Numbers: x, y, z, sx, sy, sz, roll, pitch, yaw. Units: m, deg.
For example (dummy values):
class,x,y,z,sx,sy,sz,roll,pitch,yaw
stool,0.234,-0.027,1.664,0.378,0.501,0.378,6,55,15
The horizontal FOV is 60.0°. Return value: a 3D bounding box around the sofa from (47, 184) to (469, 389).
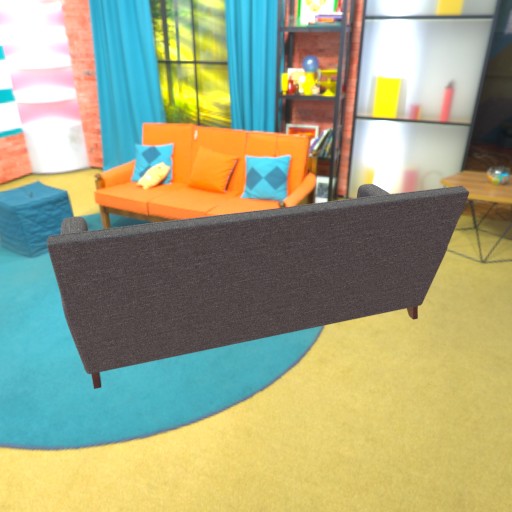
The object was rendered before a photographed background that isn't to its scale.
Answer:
class,x,y,z,sx,sy,sz,roll,pitch,yaw
sofa,0.000,0.000,2.438,1.976,0.846,0.875,-9,28,-16
